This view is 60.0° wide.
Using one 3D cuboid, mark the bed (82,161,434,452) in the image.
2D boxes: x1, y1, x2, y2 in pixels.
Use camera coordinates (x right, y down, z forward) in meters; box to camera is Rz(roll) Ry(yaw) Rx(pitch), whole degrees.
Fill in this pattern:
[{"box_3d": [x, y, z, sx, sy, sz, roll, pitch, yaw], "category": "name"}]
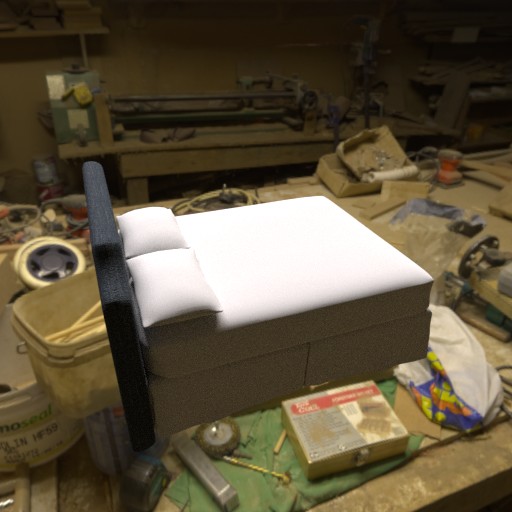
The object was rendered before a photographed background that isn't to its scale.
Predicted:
[{"box_3d": [0.000, 0.000, 3.331, 2.208, 1.297, 1.828, -11, 31, -18], "category": "bed"}]
